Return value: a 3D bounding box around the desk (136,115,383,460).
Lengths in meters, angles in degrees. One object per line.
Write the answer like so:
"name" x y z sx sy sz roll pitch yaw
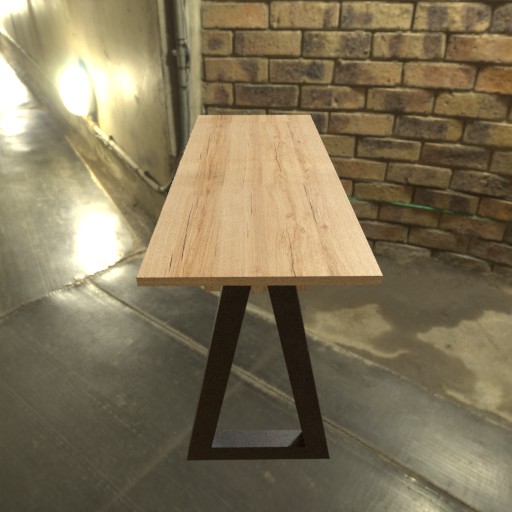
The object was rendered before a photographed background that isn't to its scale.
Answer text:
"desk" 0.000 0.000 1.782 0.550 0.760 1.400 0 32 -1
